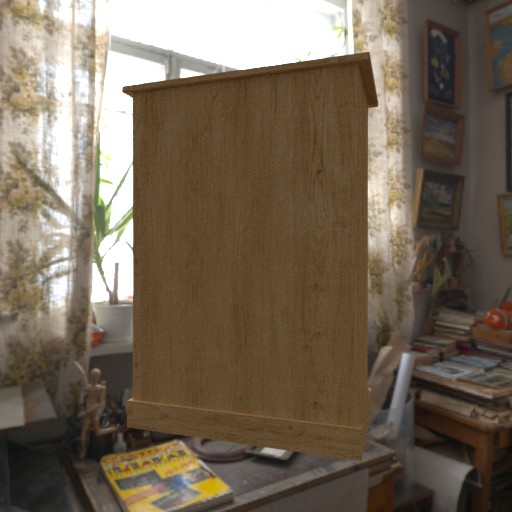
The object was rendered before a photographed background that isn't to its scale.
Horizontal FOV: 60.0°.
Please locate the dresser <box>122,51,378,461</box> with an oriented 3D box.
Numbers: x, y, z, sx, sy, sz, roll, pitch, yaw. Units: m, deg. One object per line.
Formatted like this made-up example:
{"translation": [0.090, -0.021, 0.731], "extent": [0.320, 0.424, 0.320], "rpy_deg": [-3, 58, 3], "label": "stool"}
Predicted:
{"translation": [0.000, 0.000, 1.772], "extent": [0.915, 1.300, 0.485], "rpy_deg": [0, 0, 18], "label": "dresser"}
